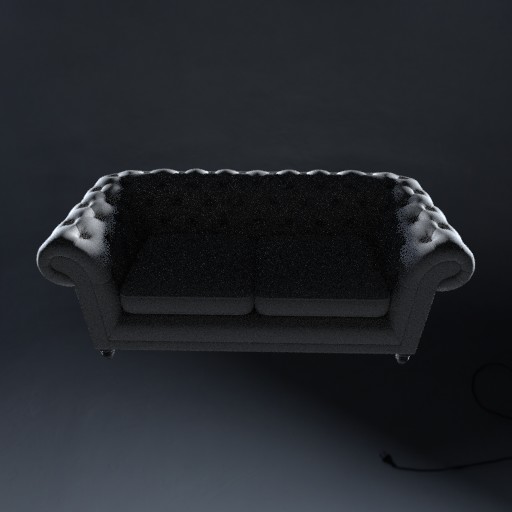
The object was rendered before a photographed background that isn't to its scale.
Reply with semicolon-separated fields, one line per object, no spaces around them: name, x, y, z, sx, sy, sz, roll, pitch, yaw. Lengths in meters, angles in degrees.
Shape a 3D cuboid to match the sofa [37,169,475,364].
sofa;0.000;0.000;2.529;1.998;0.764;0.986;1;30;1
